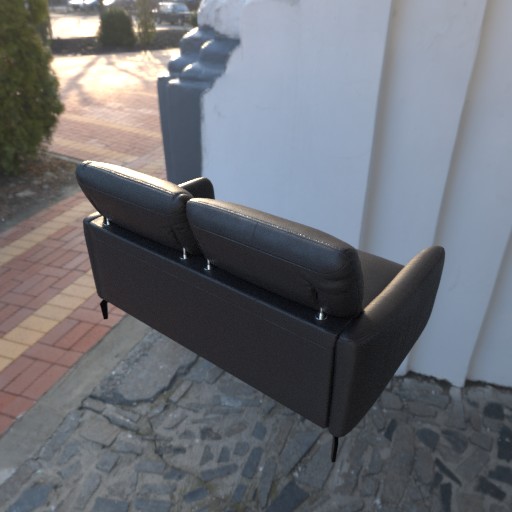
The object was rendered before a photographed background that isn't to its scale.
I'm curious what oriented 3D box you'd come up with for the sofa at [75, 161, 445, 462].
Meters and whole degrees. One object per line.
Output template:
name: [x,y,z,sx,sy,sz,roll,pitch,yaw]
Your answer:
sofa: [0.000,0.000,2.186,1.596,0.920,0.958,21,36,32]
